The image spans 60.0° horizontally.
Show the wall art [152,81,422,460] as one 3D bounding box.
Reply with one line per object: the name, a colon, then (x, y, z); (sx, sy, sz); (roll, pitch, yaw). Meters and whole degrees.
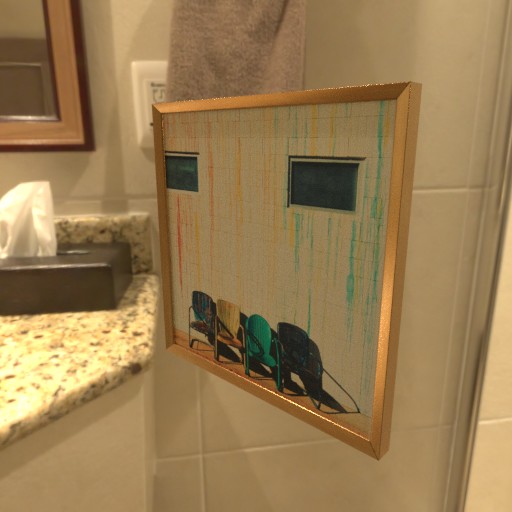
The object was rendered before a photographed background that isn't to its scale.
wall art: (0.000, 0.000, 0.444); (0.302, 0.302, 0.019); (13, 20, 41)
